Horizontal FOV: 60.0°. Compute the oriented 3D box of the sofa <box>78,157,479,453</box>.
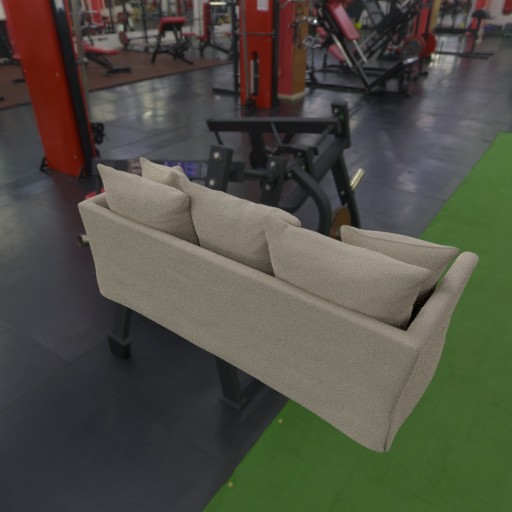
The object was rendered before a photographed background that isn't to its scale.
[{"bbox_3d":[0.000,0.000,2.977,2.499,1.047,1.046,21,37,31],"label":"sofa"}]
